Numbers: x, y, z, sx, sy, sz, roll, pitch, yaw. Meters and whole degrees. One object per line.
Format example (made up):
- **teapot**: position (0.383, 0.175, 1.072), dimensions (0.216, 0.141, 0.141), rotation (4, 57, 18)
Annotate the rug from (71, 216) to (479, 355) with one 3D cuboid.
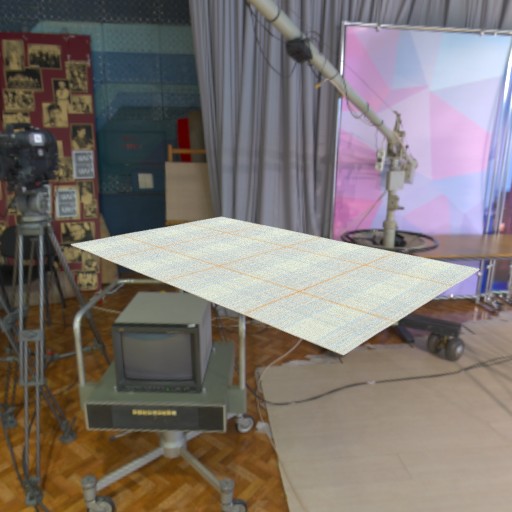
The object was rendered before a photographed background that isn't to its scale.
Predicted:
- **rug**: position (0.000, 0.000, 3.076), dimensions (2.442, 0.016, 1.527), rotation (15, 22, 42)
